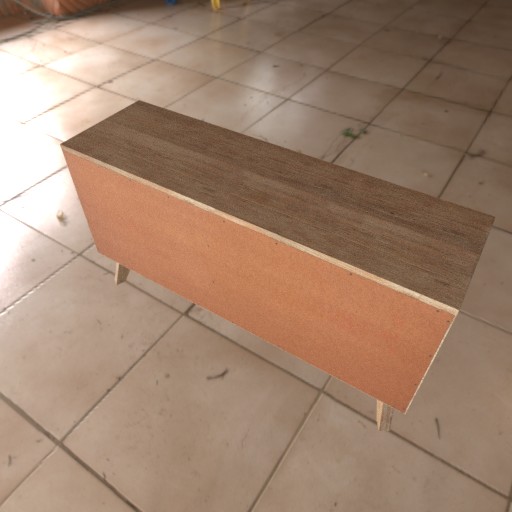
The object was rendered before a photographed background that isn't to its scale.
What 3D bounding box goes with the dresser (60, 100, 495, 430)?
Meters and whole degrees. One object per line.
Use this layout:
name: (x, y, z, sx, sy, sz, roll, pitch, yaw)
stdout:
dresser: (0.000, 0.000, 1.881, 1.554, 0.805, 0.455, 24, 50, 22)
